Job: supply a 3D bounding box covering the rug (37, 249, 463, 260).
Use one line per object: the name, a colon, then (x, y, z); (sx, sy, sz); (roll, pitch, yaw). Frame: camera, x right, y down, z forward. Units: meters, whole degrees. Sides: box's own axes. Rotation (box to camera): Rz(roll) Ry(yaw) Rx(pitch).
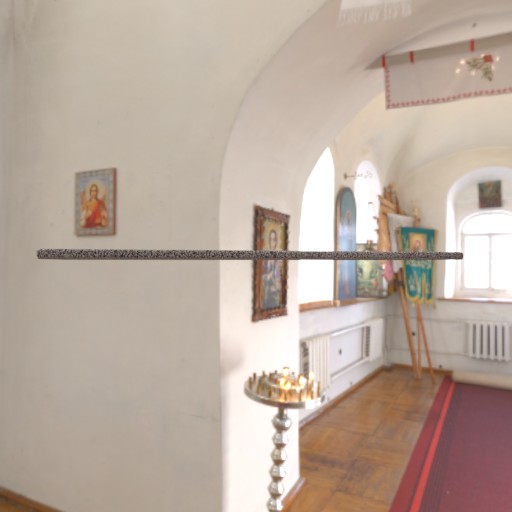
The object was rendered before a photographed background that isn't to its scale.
rug: (0.000, 0.000, 1.792); (1.524, 0.030, 0.609); (0, -1, -18)
